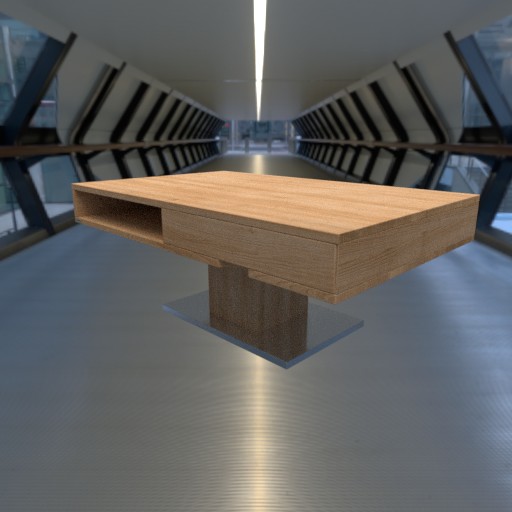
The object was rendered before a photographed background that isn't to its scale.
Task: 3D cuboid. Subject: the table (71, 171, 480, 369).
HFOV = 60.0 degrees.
[{"bbox_3d":[0.000,0.000,1.453,1.100,0.440,0.700,15,22,43],"label":"table"}]
